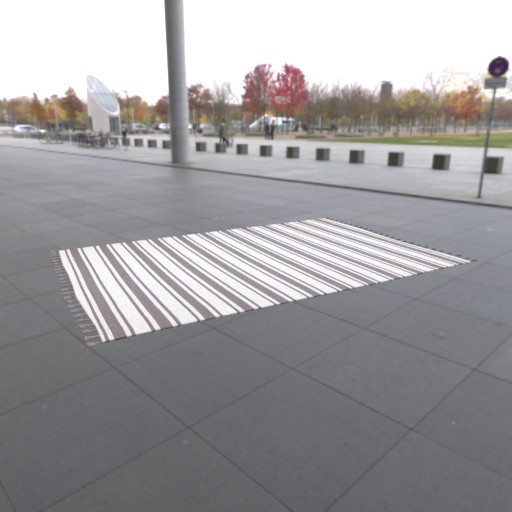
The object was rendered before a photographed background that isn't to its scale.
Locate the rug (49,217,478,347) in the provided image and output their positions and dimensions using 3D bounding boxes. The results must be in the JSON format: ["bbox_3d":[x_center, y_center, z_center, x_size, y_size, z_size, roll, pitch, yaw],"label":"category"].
[{"bbox_3d":[0.000,0.000,2.951,2.425,0.014,1.563,-9,19,-27],"label":"rug"}]
